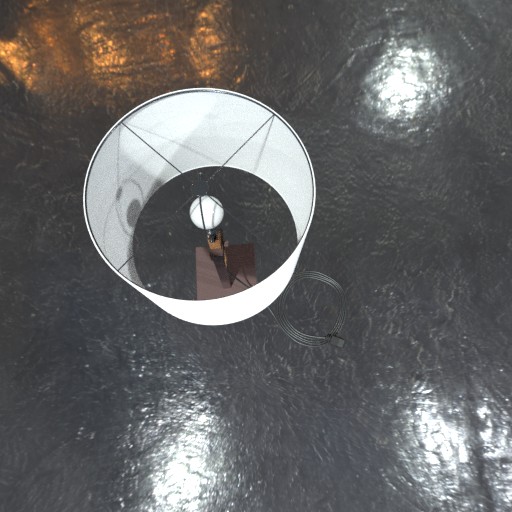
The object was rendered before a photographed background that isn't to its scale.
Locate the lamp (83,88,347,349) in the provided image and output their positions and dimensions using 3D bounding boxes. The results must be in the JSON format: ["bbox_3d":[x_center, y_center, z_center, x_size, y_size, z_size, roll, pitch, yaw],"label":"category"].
[{"bbox_3d":[0.000,0.000,0.995,0.525,0.668,0.396,-3,74,-1],"label":"lamp"}]
